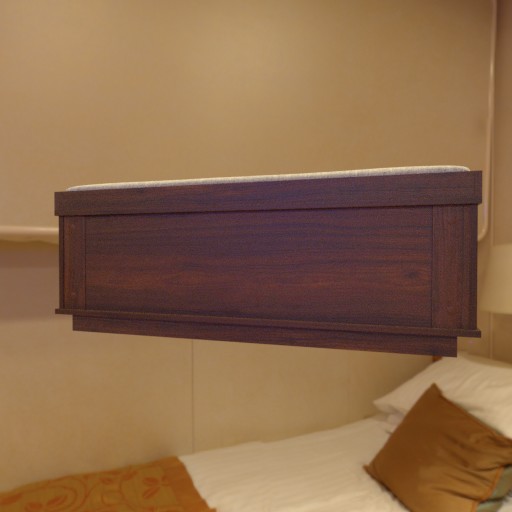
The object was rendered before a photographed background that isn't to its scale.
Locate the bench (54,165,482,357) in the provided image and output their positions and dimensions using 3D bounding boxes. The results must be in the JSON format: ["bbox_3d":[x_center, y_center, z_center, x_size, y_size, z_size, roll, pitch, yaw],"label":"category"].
[{"bbox_3d":[0.000,0.000,1.364,1.196,0.468,0.367,0,1,18],"label":"bench"}]
